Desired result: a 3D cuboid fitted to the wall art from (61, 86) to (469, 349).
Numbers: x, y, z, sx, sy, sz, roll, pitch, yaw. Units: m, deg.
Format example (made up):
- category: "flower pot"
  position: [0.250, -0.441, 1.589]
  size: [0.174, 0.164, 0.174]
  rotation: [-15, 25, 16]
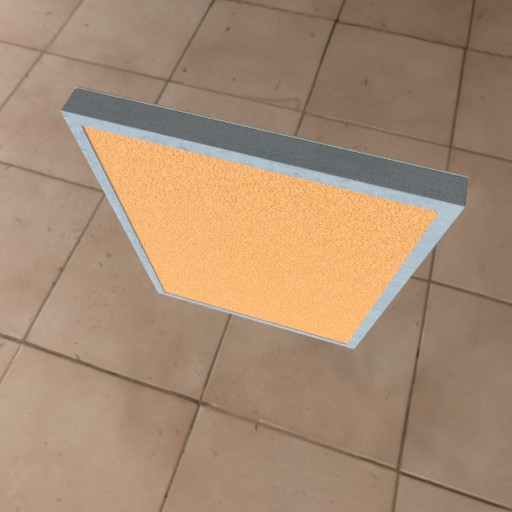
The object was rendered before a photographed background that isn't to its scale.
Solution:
- category: "wall art"
  position: [0.000, 0.000, 0.665]
  size: [0.409, 0.509, 0.037]
  rotation: [15, 65, 7]
